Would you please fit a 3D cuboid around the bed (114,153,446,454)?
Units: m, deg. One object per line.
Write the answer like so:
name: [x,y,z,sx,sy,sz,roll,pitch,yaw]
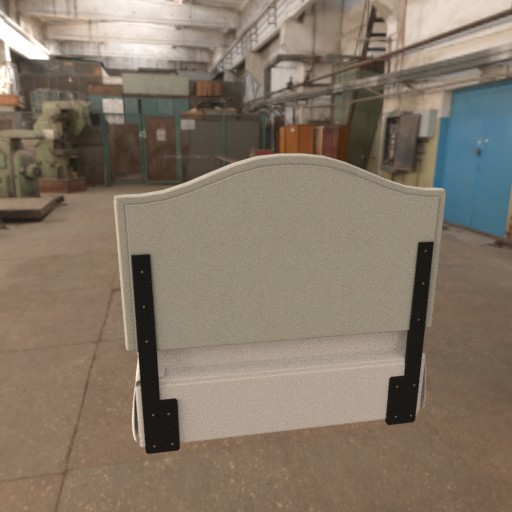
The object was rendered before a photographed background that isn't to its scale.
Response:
bed: [0.000,0.000,3.405,1.813,1.607,2.180,-3,15,-10]
